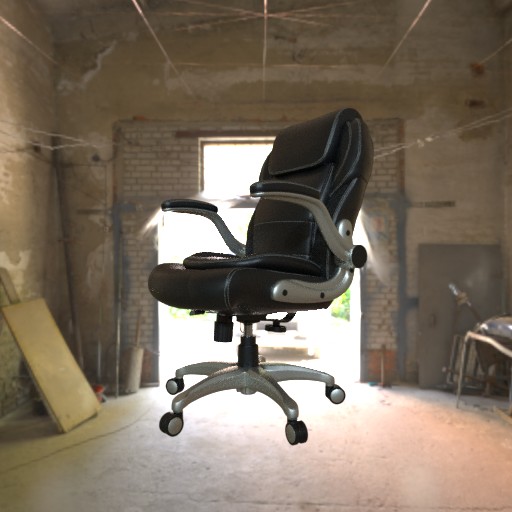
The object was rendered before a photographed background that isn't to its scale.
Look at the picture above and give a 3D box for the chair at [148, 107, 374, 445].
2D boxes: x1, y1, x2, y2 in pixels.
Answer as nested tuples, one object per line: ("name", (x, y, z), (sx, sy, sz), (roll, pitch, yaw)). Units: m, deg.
("chair", (0.000, 0.000, 1.663), (0.801, 1.141, 0.724), (-1, 1, -35))
